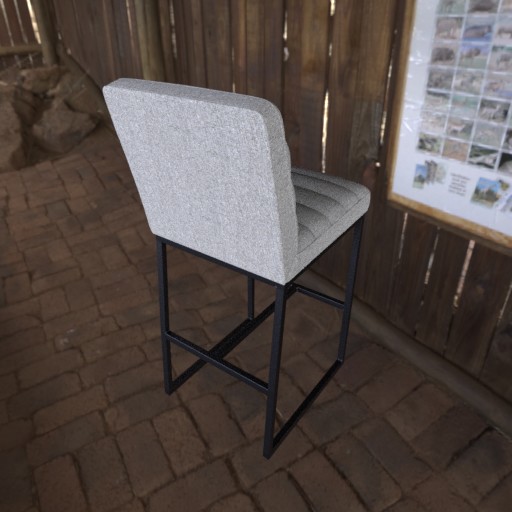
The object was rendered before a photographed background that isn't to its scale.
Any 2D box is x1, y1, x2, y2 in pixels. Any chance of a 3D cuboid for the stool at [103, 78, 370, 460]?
[{"bbox_3d":[0.000,0.000,1.330,0.459,1.034,0.571,20,36,30],"label":"stool"}]
